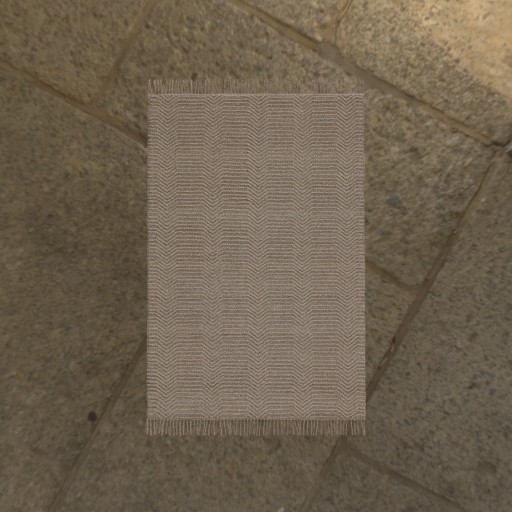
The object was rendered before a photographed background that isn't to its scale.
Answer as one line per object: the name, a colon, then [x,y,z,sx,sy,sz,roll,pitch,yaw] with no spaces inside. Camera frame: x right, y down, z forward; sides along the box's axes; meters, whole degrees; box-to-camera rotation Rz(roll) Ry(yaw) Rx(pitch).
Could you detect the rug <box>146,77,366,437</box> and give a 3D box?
rug: [0.000,0.000,3.110,1.528,0.034,2.523,0,89,0]
